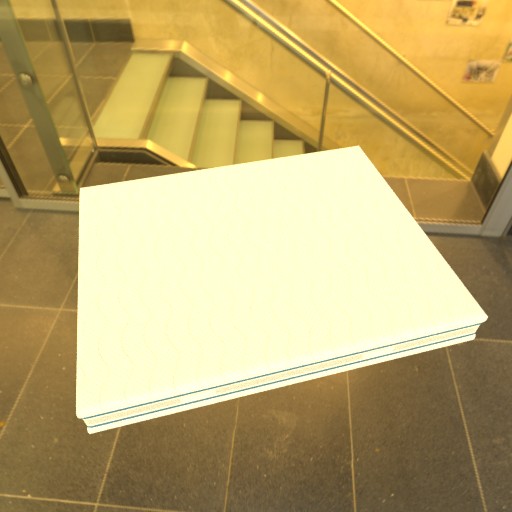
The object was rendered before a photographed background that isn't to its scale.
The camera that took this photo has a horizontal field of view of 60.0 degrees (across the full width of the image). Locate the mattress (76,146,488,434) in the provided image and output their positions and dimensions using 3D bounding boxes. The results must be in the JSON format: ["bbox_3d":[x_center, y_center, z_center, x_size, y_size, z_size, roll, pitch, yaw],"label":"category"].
[{"bbox_3d":[0.000,0.000,2.657,2.000,0.230,1.600,-11,48,-10],"label":"mattress"}]
